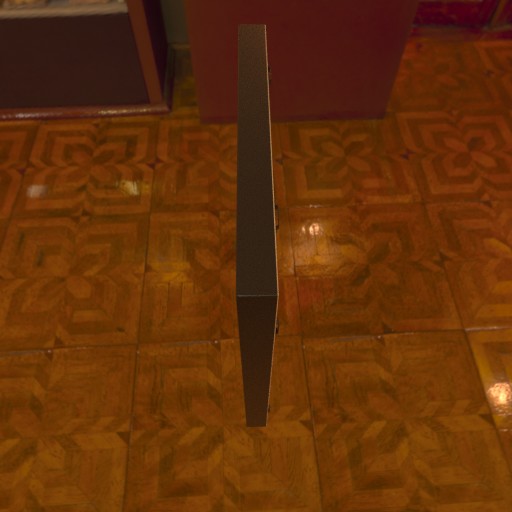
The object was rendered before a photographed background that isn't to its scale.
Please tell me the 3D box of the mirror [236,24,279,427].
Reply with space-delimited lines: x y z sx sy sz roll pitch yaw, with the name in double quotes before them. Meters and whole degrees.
"mirror" 0.000 0.000 0.694 0.041 0.509 0.406 -1 57 0
